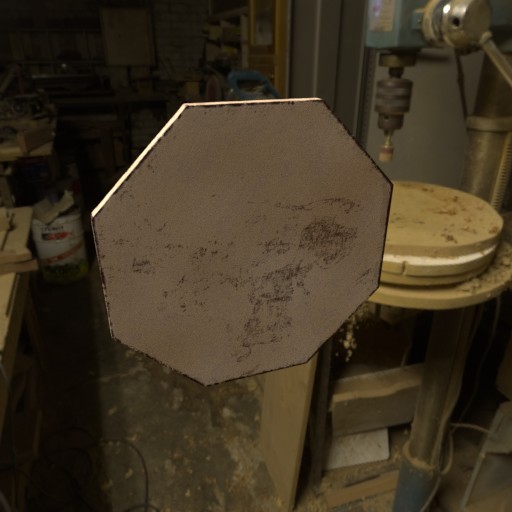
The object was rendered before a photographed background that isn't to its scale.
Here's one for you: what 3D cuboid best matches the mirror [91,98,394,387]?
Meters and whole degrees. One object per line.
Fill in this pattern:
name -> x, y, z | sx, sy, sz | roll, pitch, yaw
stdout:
mirror -> 0.000, 0.000, 0.976 | 0.648, 0.648, 0.031 | -9, 28, -17
